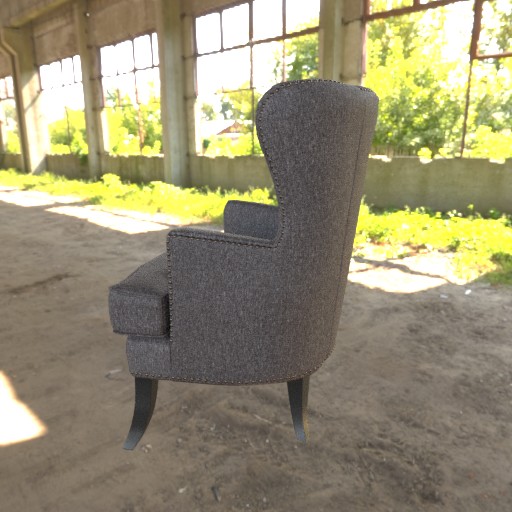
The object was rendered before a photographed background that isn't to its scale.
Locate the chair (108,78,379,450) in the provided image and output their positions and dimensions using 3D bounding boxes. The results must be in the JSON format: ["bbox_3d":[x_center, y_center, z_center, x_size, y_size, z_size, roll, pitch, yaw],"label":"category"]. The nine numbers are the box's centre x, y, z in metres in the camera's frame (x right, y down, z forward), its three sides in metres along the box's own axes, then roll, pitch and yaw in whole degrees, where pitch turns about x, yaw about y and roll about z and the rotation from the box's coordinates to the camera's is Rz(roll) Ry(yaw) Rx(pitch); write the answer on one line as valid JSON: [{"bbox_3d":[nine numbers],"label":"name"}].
[{"bbox_3d":[0.000,0.000,1.532,0.758,1.060,0.759,2,14,9],"label":"chair"}]
